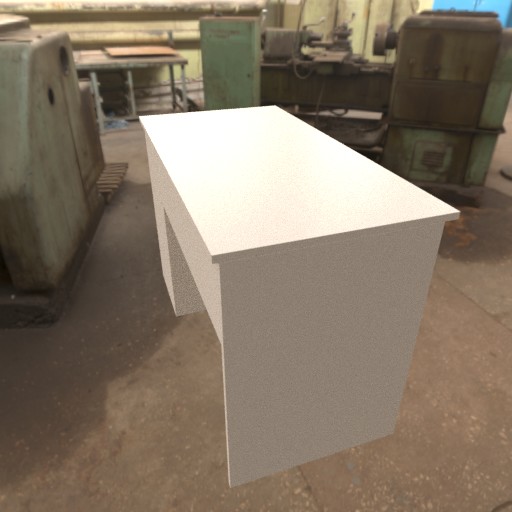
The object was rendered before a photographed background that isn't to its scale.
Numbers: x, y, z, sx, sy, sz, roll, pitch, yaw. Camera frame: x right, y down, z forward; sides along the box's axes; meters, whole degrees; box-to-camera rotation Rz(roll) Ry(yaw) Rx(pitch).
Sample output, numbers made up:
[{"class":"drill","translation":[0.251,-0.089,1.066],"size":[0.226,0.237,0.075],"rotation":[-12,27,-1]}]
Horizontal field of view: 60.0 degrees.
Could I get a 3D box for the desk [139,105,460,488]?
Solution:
[{"class":"desk","translation":[0.000,0.000,1.520],"size":[0.560,0.735,1.097],"rotation":[-10,32,-17]}]
